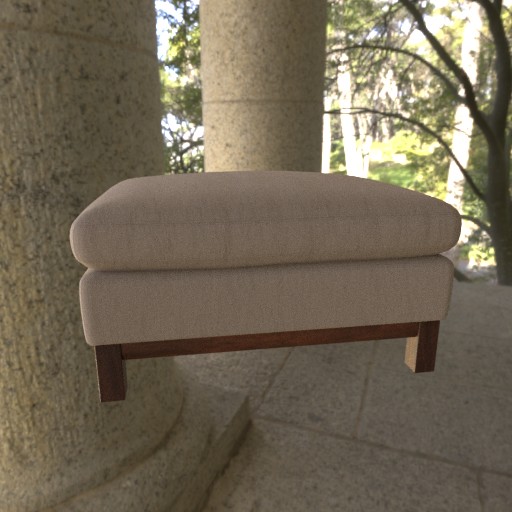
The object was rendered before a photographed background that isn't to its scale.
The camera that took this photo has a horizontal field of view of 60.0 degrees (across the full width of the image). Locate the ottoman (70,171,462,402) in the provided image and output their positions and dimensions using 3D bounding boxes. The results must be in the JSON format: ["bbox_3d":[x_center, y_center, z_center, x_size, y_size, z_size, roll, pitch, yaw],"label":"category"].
[{"bbox_3d":[0.000,0.000,1.134,0.771,0.420,0.606,-3,16,-9],"label":"ottoman"}]
